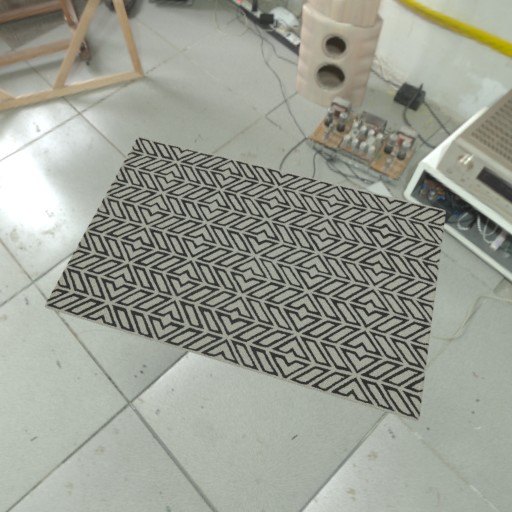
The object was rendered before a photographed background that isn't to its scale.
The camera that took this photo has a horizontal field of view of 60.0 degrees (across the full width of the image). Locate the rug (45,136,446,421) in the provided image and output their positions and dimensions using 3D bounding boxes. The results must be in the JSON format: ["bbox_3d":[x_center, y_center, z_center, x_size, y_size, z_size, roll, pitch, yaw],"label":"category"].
[{"bbox_3d":[0.000,0.000,3.066,2.438,0.008,1.523,15,64,8],"label":"rug"}]
